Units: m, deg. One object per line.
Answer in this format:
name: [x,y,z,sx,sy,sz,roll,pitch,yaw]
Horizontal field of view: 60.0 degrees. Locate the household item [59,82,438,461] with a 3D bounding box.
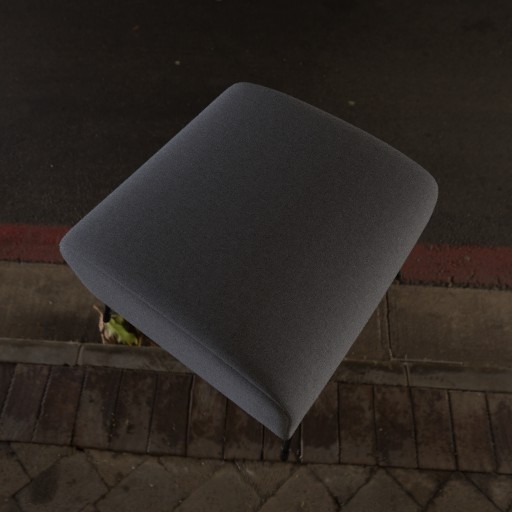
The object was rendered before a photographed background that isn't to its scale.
household item: [0.000,0.000,0.910,0.530,0.410,0.530,32,65,17]
